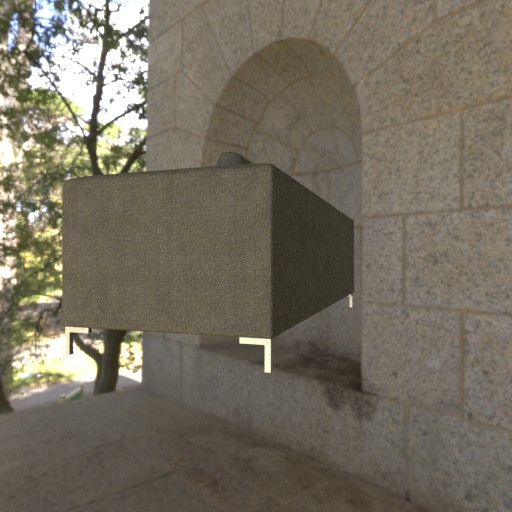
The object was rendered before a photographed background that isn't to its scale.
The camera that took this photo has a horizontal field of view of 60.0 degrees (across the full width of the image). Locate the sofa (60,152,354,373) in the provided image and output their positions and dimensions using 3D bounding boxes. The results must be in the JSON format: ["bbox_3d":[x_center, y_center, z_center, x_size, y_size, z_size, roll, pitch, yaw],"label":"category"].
[{"bbox_3d":[0.000,0.000,2.880,0.969,0.867,2.415,0,-1,19],"label":"sofa"}]
